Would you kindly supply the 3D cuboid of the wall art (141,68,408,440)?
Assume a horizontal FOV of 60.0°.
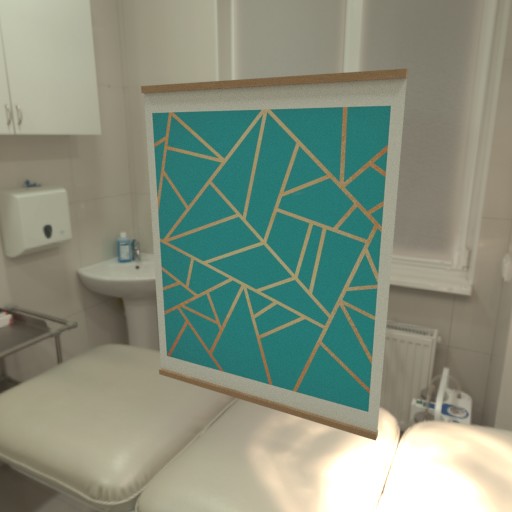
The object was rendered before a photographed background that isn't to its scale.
[{"bbox_3d":[0.000,0.000,0.681,0.405,0.508,0.012,8,17,27],"label":"wall art"}]
